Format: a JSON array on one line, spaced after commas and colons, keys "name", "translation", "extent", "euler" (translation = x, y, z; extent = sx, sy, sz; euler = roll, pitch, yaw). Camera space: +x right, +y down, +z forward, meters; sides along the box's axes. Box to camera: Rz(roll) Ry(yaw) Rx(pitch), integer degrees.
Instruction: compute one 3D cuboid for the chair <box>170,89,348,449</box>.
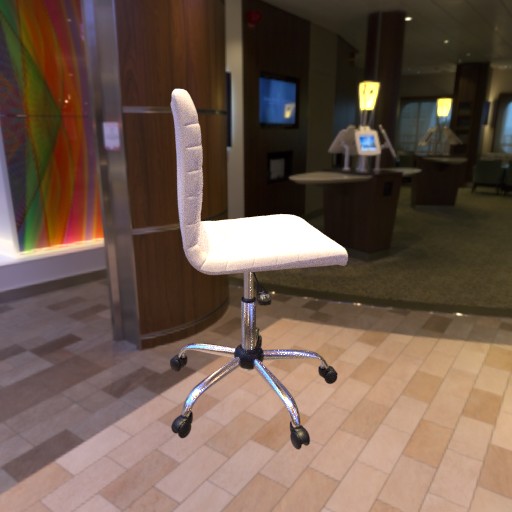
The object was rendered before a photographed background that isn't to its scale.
[{"name": "chair", "translation": [0.000, 0.000, 1.093], "extent": [0.455, 0.750, 0.520], "euler": [-3, 17, -10]}]
